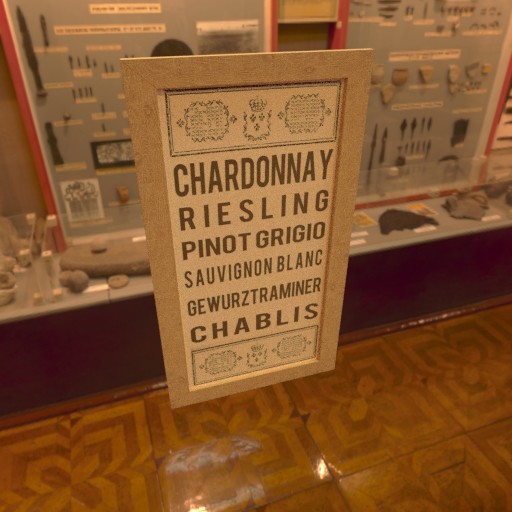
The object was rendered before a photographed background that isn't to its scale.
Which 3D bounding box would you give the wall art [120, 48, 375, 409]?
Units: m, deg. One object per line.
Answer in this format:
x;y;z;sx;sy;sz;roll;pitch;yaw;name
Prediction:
0.000;0.000;0.817;0.381;0.683;0.013;-9;32;-15;wall art
